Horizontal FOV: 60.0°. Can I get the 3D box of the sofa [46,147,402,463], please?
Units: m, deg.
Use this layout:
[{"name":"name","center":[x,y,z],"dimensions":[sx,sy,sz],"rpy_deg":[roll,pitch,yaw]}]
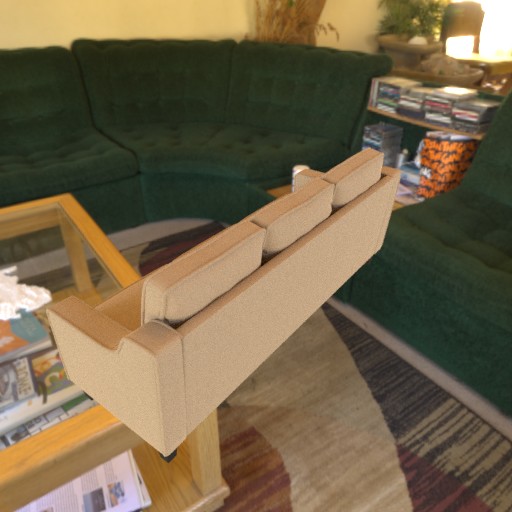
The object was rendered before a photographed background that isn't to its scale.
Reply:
[{"name":"sofa","center":[0.000,0.000,2.545],"dimensions":[0.791,0.902,2.131],"rpy_deg":[22,38,31]}]
